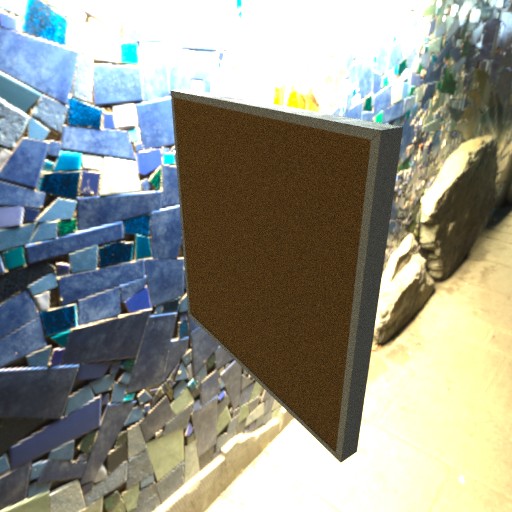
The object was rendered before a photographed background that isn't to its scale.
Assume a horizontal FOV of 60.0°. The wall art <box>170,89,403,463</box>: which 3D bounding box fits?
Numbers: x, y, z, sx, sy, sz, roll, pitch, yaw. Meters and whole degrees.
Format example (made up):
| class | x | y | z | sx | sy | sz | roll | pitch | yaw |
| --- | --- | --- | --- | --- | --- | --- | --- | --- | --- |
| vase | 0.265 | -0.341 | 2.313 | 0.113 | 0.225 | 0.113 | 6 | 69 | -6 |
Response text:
| class | x | y | z | sx | sy | sz | roll | pitch | yaw |
| --- | --- | --- | --- | --- | --- | --- | --- | --- | --- |
| wall art | 0.000 | 0.000 | 0.775 | 0.037 | 0.508 | 0.508 | -17 | 31 | -31 |
